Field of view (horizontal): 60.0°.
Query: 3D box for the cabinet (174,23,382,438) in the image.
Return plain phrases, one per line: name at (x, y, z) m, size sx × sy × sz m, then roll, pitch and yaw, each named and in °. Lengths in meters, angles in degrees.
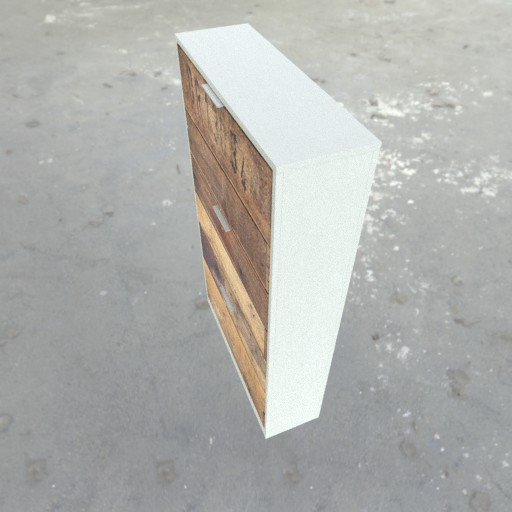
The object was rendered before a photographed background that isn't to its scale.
cabinet at (0.000, 0.000, 1.571) m, size 0.250 × 1.280 × 0.750 m, roll -16°, pitch 48°, yaw -15°
